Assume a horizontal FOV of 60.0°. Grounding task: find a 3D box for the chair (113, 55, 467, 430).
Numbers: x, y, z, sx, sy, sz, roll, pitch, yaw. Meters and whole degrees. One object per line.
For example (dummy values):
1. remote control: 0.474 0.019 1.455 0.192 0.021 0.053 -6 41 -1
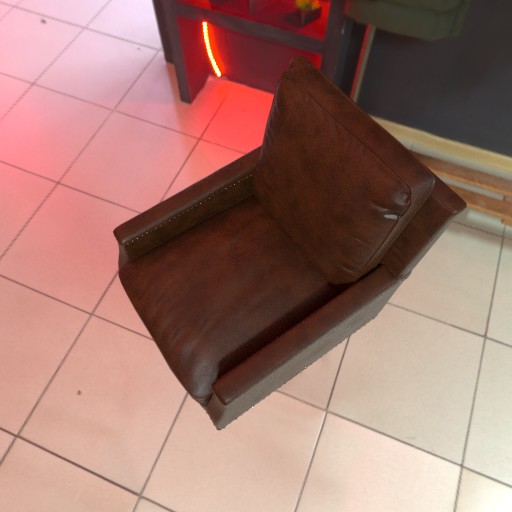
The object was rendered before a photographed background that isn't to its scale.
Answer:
1. chair: 0.000 0.000 1.797 1.035 1.054 0.854 -32 67 -15
